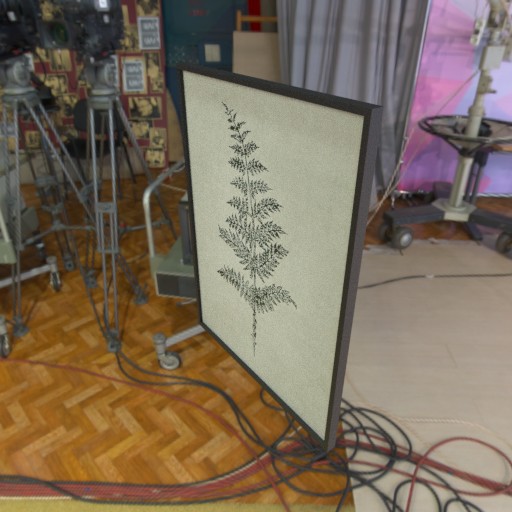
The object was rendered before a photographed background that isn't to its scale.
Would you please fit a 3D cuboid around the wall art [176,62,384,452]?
[{"bbox_3d":[0.000,0.000,1.428,0.036,1.070,0.802,-21,37,-31],"label":"wall art"}]
